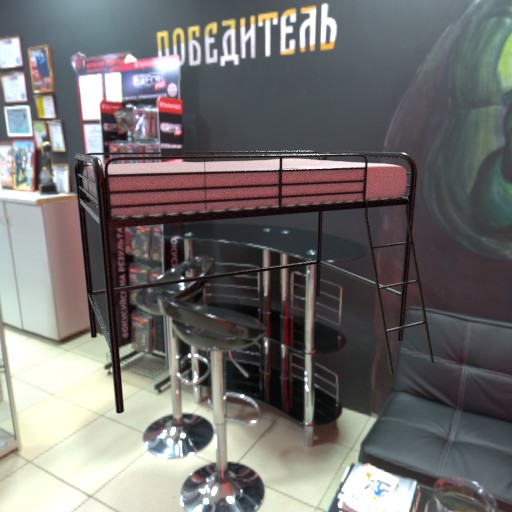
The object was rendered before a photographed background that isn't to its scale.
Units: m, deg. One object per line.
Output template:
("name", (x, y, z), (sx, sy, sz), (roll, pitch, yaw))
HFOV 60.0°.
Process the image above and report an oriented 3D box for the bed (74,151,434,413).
("bed", (0.000, 0.000, 2.860), (1.968, 1.289, 1.393), (-7, 16, -26))
